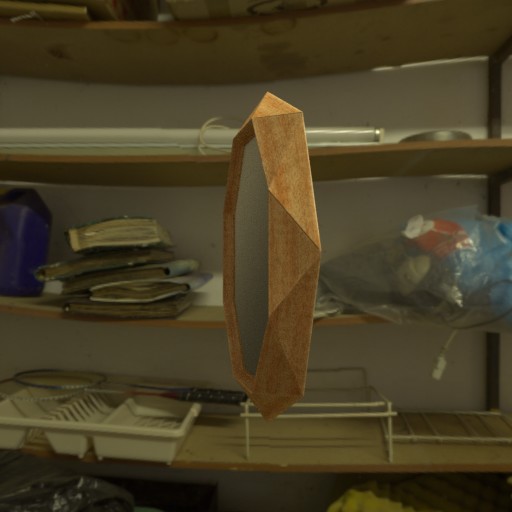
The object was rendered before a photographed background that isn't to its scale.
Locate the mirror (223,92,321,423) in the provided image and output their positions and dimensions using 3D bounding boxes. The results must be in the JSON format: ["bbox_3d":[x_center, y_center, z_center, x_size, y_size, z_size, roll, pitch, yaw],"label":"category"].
[{"bbox_3d":[0.000,0.000,1.027,0.070,0.774,0.577,0,-1,-17],"label":"mirror"}]
